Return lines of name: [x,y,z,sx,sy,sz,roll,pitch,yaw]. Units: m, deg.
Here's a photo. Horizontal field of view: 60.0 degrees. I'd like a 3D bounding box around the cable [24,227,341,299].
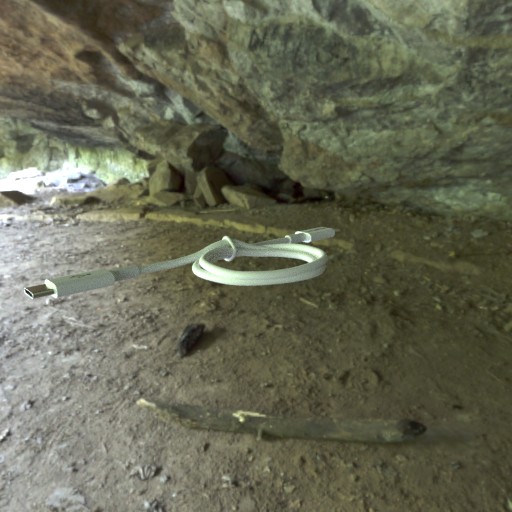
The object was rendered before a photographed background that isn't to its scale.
cable: [0.000,0.000,0.228,0.203,0.014,0.070,-13,19,-42]
